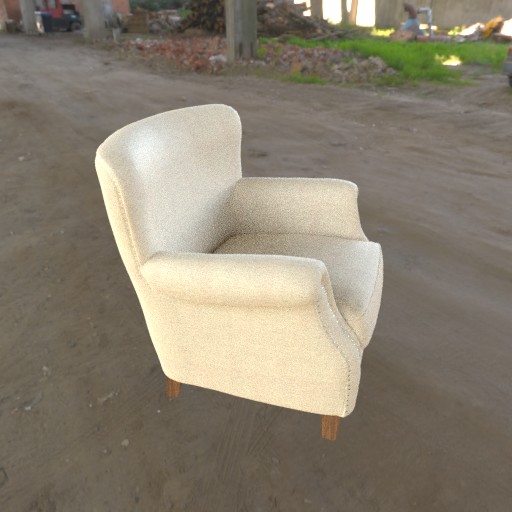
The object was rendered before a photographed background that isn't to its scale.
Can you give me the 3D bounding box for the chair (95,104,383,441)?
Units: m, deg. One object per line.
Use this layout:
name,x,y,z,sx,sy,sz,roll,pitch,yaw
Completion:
chair,0.000,0.000,1.632,0.921,0.936,0.861,9,30,17
